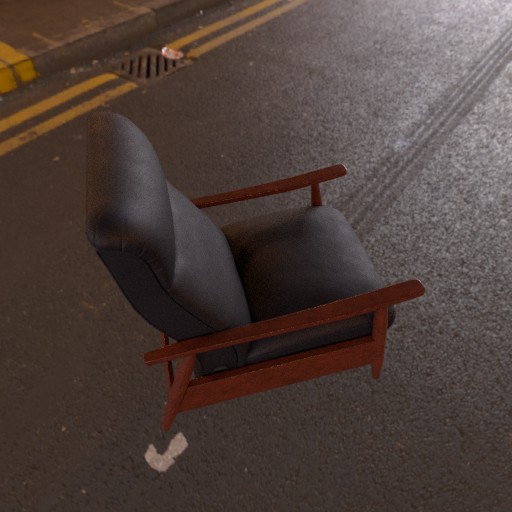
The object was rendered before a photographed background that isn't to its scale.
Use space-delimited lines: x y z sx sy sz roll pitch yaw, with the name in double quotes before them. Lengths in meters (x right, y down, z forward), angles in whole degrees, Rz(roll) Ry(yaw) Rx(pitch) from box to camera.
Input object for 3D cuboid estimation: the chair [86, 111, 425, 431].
"chair" 0.000 0.000 1.737 1.014 1.082 0.762 -11 48 -10
